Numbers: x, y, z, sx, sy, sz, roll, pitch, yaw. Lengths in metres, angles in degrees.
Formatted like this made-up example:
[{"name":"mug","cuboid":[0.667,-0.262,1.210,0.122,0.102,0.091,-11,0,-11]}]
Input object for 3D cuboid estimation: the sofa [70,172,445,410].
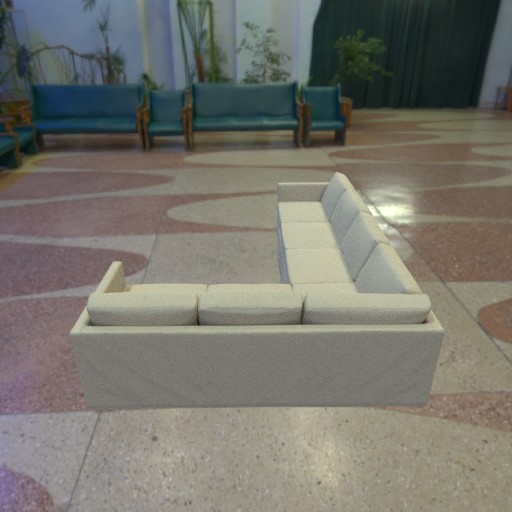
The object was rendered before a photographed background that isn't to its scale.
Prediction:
[{"name":"sofa","cuboid":[0.000,0.000,4.352,2.432,0.871,3.182,0,27,0]}]
